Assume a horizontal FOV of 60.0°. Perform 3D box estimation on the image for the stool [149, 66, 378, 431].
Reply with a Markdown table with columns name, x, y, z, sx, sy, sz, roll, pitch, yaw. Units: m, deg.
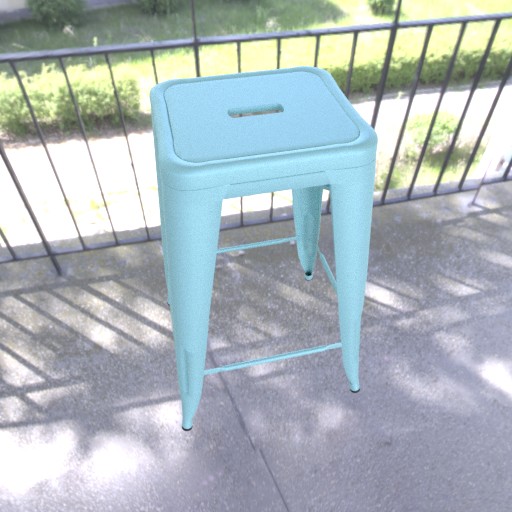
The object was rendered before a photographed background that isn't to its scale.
| name | x | y | z | sx | sy | sz | roll | pitch | yaw |
| --- | --- | --- | --- | --- | --- | --- | --- | --- | --- |
| stool | 0.000 | 0.000 | 0.852 | 0.399 | 0.609 | 0.359 | -10 | 47 | -9 |
